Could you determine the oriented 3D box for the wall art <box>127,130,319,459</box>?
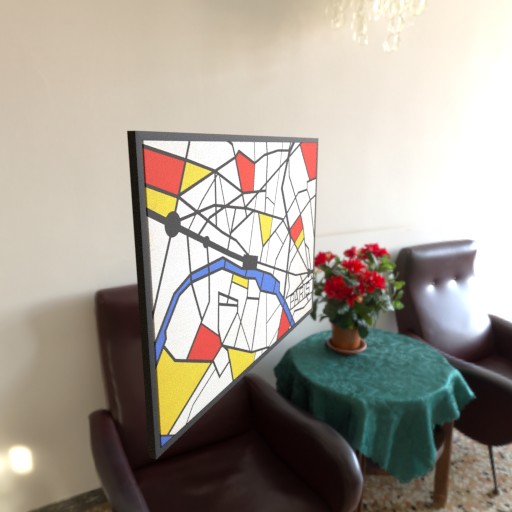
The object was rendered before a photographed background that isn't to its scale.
[{"bbox_3d":[0.000,0.000,0.876,0.013,0.458,0.664,7,16,26],"label":"wall art"}]
